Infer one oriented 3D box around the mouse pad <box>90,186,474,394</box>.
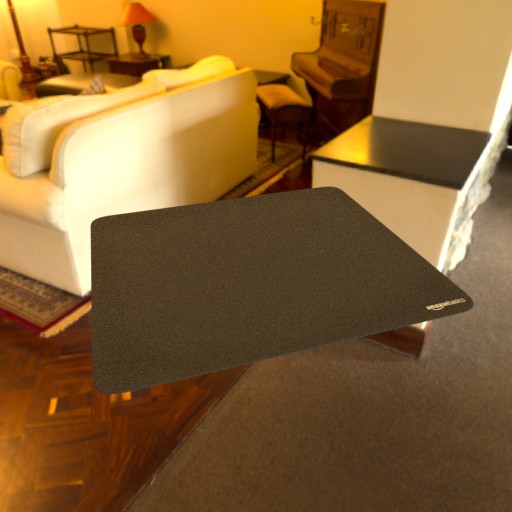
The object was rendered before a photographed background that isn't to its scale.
[{"bbox_3d":[0.000,0.000,0.636,0.451,0.002,0.393,-10,33,-15],"label":"mouse pad"}]
